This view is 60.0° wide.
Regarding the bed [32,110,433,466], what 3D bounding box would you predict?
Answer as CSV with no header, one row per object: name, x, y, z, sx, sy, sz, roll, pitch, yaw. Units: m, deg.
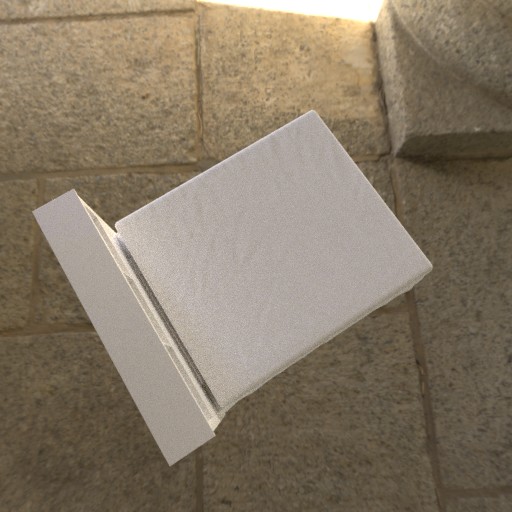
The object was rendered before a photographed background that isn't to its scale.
bed,0.000,0.000,3.161,2.133,1.092,1.671,-32,78,-8
